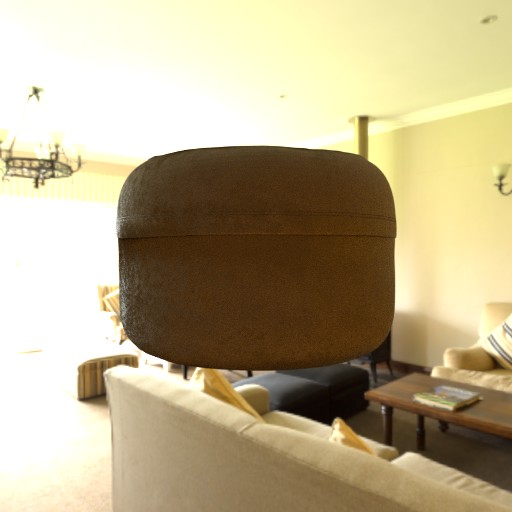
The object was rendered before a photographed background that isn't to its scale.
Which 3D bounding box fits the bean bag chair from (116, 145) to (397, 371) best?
[{"bbox_3d":[0.000,0.000,1.512,0.918,0.605,0.918,0,1,0],"label":"bean bag chair"}]
